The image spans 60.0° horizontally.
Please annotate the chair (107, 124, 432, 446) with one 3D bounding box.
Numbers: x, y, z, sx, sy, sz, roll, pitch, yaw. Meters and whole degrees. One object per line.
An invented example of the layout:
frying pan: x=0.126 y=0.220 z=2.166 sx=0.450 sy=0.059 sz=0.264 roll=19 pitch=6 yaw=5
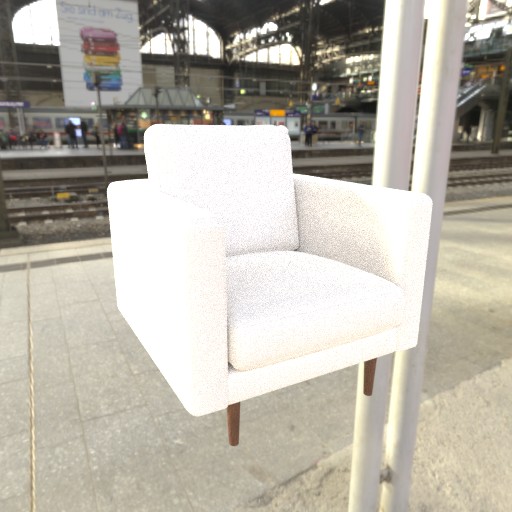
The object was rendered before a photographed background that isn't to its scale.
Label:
chair: x=0.000 y=0.000 z=1.574 sx=0.831 sy=0.899 sz=0.879 roll=-9 pitch=18 yaw=-28
